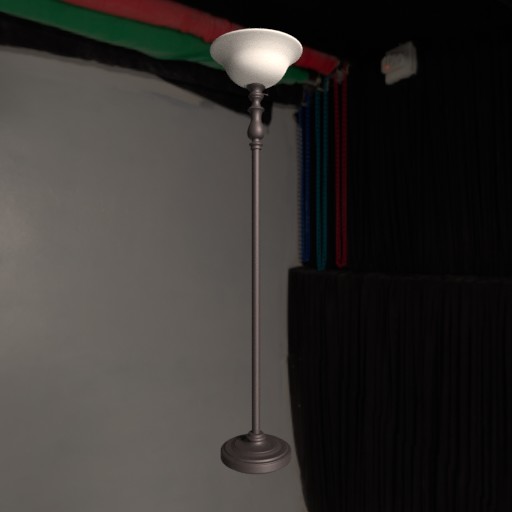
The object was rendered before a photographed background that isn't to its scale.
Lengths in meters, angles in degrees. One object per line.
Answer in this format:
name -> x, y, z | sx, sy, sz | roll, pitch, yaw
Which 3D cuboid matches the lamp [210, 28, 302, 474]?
lamp -> 0.000, 0.000, 1.957 | 0.405, 1.797, 0.405 | 0, 1, -36
